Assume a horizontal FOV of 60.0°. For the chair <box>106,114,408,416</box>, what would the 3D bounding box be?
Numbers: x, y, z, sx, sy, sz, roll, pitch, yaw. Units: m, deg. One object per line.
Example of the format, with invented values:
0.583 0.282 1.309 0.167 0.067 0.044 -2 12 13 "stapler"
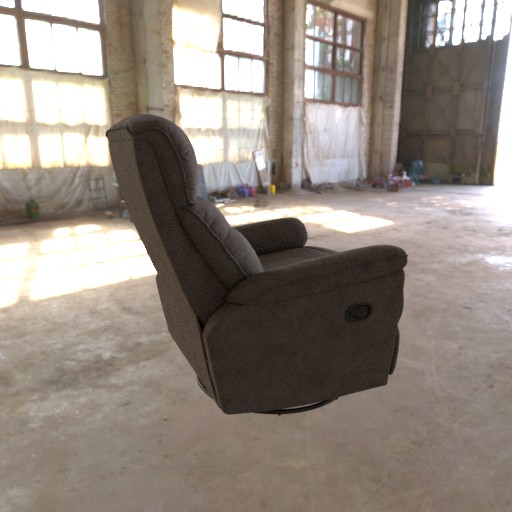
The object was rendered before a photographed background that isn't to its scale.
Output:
0.000 0.000 1.748 1.009 1.036 0.830 -6 15 -24 "chair"
